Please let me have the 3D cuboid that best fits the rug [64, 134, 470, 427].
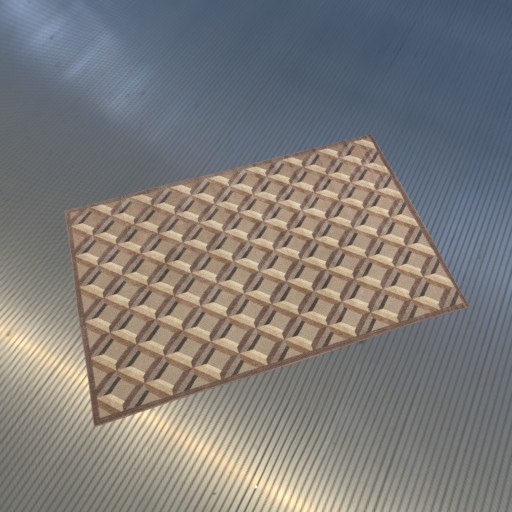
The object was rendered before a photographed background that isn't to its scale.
[{"bbox_3d":[0.000,0.000,2.094,1.677,0.011,1.066,-16,64,-8],"label":"rug"}]
